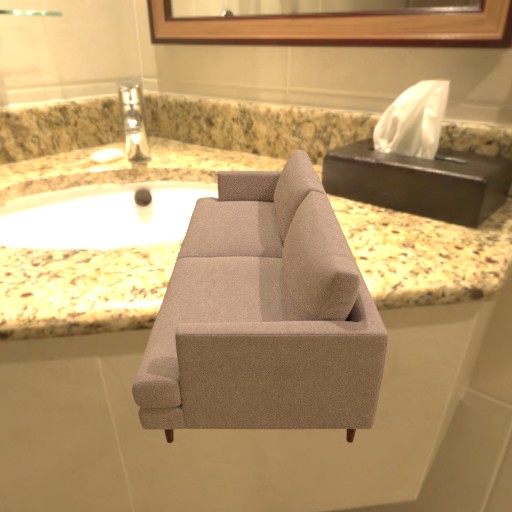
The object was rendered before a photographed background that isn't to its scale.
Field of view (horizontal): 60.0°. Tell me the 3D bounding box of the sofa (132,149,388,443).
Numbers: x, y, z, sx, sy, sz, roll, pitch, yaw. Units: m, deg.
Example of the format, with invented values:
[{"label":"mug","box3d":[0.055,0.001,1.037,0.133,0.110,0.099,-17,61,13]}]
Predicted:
[{"label":"sofa","box3d":[0.000,0.000,2.776,1.020,0.868,2.250,0,27,0]}]
